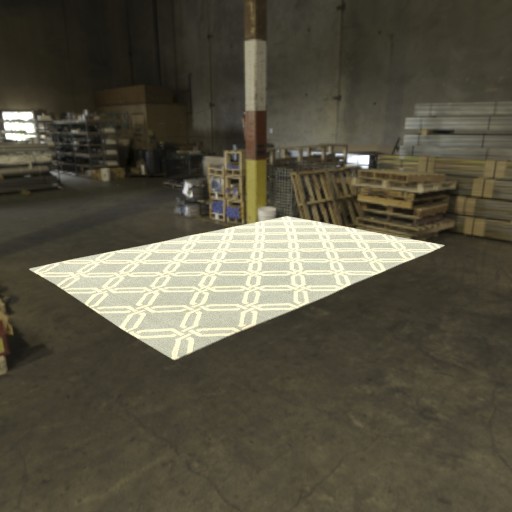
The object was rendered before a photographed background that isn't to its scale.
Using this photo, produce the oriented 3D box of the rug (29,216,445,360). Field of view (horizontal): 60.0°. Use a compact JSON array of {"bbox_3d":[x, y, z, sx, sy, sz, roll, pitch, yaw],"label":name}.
[{"bbox_3d":[0.000,0.000,2.188,1.754,0.010,1.148,-15,22,-42],"label":"rug"}]
